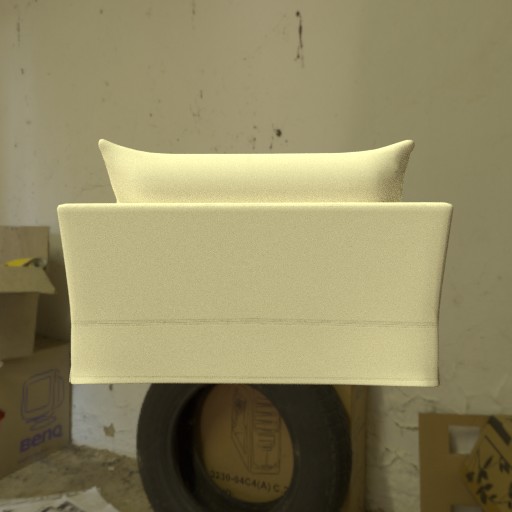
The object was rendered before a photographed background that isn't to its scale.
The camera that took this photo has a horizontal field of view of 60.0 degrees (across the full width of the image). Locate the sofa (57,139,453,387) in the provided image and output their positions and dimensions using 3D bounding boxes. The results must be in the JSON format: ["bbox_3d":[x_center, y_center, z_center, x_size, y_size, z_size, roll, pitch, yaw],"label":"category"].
[{"bbox_3d":[0.000,0.000,2.262,1.608,1.039,1.026,0,0,2],"label":"sofa"}]
